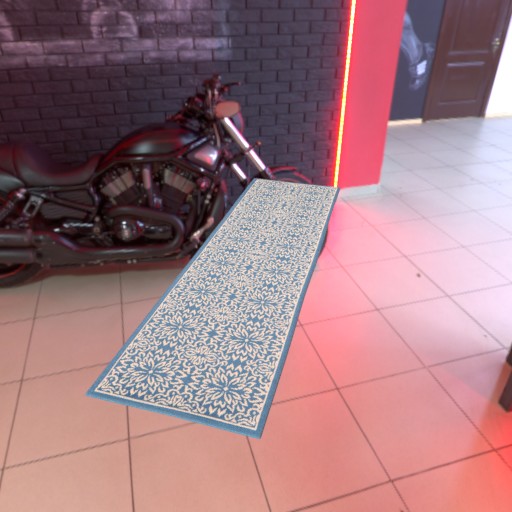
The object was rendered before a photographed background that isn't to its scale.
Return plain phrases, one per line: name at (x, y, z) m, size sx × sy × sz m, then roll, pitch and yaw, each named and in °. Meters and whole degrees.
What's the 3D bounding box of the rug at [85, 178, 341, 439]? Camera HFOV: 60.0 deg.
rug at (0.000, 0.000, 2.426) m, size 0.662 × 0.011 × 2.196 m, roll 9°, pitch 32°, yaw 14°
